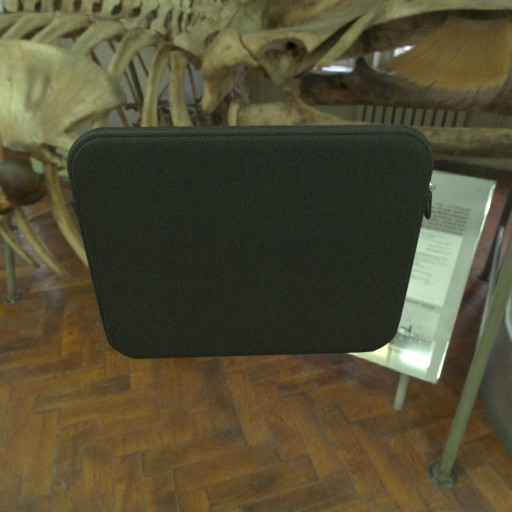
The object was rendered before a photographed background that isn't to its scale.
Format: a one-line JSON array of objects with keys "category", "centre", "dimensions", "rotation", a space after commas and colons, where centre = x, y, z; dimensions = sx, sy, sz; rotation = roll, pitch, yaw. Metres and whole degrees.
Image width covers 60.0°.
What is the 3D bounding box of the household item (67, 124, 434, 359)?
[{"category": "household item", "centre": [0.000, 0.000, 0.524], "dimensions": [0.396, 0.305, 0.030], "rotation": [-1, 31, -2]}]
